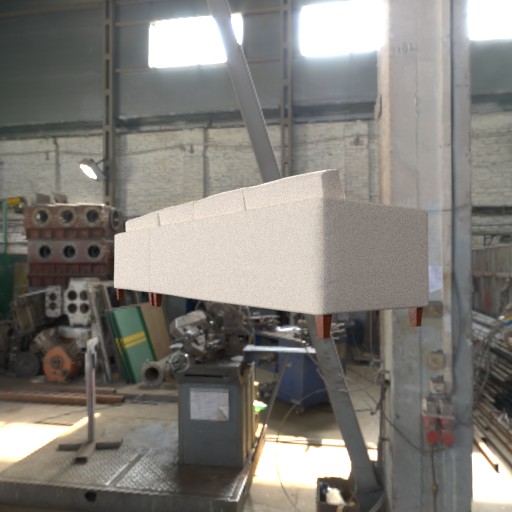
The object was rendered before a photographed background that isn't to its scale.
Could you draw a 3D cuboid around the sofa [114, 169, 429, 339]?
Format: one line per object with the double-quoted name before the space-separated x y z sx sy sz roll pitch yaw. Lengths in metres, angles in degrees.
"sofa" 0.000 0.000 4.153 1.606 0.954 3.471 1 -2 -35
